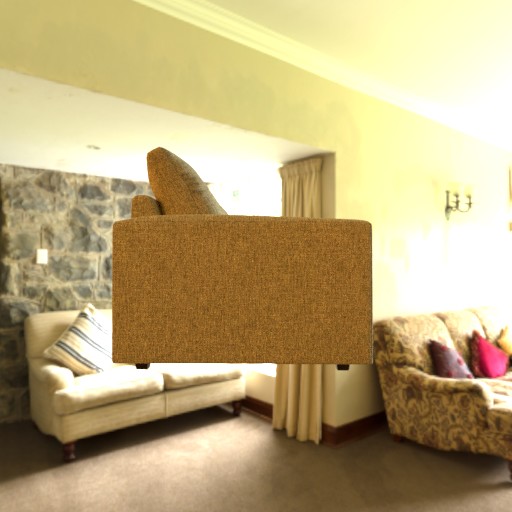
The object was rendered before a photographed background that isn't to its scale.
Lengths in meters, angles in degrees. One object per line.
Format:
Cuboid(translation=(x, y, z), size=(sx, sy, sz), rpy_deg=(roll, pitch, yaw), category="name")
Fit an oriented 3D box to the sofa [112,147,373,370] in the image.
Cuboid(translation=(0.000, 0.000, 2.795), size=(1.040, 0.922, 2.299), rpy_deg=(0, -1, 1), category="sofa")
